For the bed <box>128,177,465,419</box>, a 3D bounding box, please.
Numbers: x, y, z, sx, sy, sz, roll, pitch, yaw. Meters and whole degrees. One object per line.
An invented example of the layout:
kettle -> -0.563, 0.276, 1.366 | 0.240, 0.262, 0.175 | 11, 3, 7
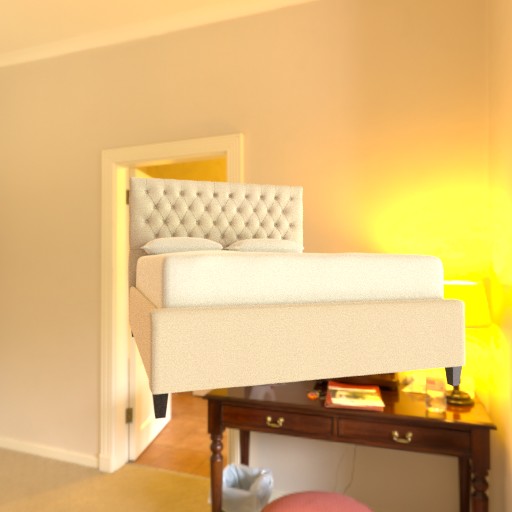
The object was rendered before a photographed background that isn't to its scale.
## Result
bed -> 0.000, 0.000, 3.199 | 1.696, 1.426, 2.233 | 0, -1, -18
